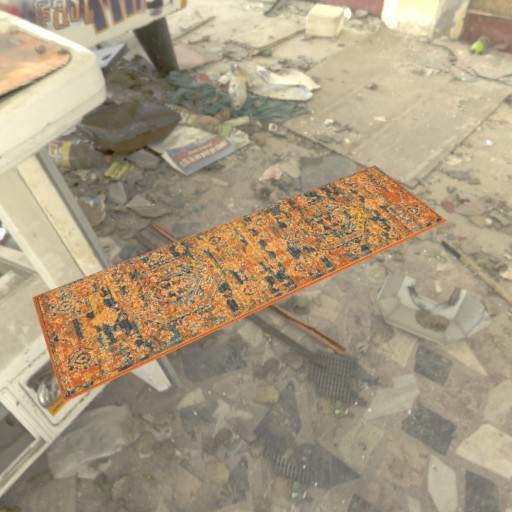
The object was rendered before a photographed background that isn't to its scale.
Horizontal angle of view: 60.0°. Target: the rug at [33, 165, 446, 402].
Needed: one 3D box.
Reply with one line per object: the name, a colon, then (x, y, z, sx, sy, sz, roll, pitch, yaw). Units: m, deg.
rug: (0.000, 0.000, 2.466, 2.274, 0.016, 0.651, -23, 51, -20)
